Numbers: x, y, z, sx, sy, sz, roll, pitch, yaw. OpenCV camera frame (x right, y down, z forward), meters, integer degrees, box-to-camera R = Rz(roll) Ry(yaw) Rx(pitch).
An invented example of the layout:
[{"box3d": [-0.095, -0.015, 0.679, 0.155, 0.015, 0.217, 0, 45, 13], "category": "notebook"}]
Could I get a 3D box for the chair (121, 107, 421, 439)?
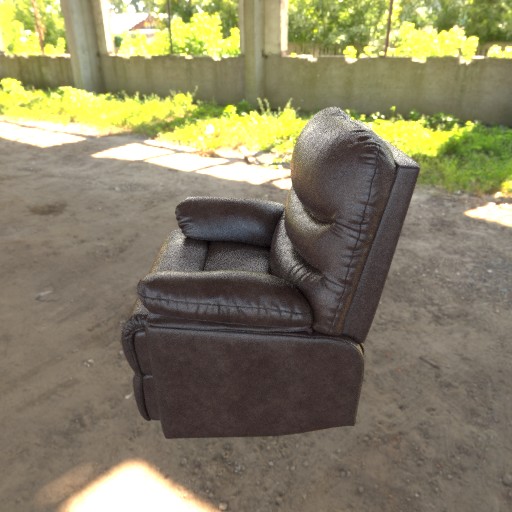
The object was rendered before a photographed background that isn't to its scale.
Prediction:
[{"box3d": [0.000, 0.000, 1.709, 0.879, 1.041, 0.940, 0, 26, 0], "category": "chair"}]
